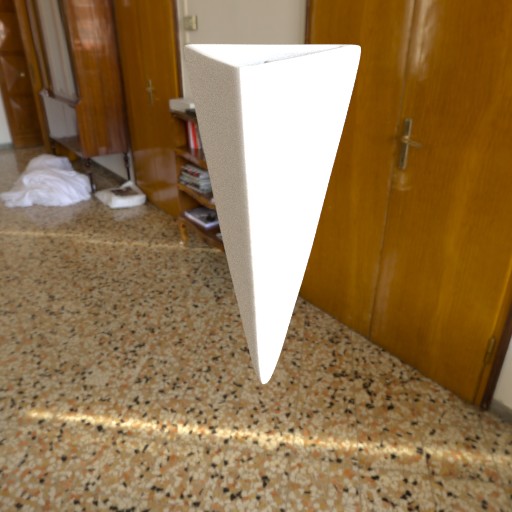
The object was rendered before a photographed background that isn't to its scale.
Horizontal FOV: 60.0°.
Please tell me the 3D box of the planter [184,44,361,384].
[{"bbox_3d":[0.000,0.000,0.393,0.143,0.338,0.065,8,27,16],"label":"planter"}]
